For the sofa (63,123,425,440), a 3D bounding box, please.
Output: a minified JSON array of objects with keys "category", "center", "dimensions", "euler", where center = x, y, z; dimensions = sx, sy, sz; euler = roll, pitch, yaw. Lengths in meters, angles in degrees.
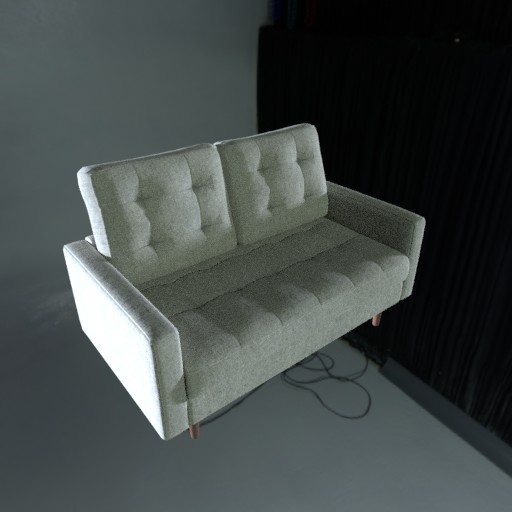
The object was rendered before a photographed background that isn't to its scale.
[{"category":"sofa","center":[0.000,0.000,1.972],"dimensions":[1.407,0.907,0.842],"euler":[-21,36,-33]}]
